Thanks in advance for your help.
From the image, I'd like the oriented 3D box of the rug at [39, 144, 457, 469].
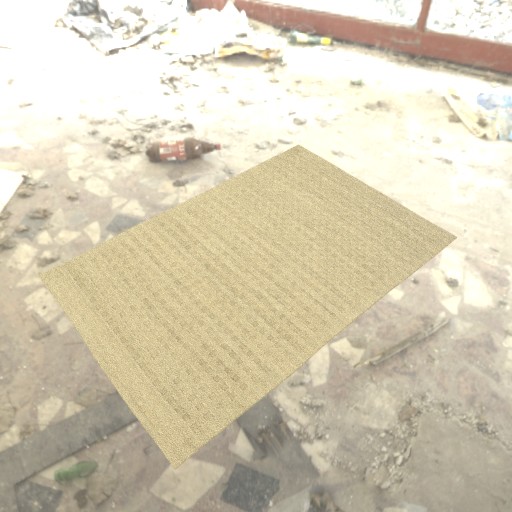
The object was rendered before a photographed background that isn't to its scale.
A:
[{"bbox_3d":[0.000,0.000,2.895,2.297,0.018,1.532,-32,54,-27],"label":"rug"}]
